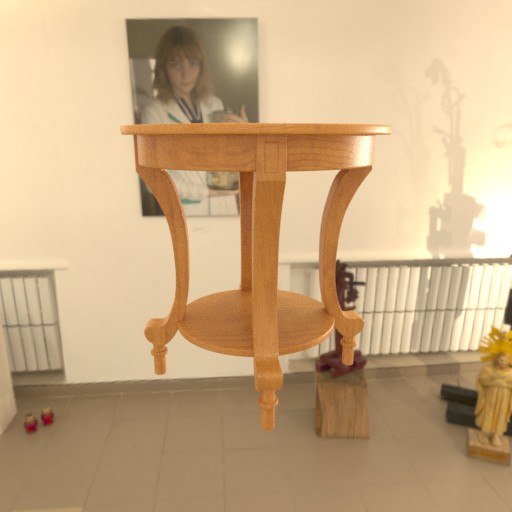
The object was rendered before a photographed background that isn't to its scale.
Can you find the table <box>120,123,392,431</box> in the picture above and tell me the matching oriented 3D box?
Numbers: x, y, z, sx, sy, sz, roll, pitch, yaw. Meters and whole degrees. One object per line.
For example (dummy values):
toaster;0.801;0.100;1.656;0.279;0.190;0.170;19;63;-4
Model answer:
table;0.000;0.000;1.093;0.597;0.612;0.597;0;15;0
